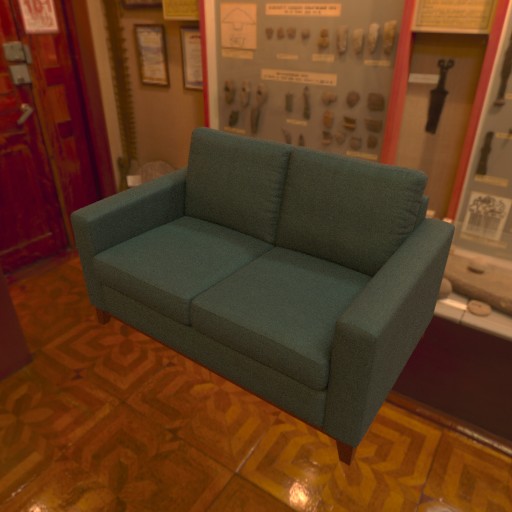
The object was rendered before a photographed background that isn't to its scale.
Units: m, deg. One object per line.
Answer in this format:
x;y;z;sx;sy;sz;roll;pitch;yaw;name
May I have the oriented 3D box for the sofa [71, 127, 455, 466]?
0.000;0.000;2.068;1.489;0.903;0.955;20;36;30;sofa
